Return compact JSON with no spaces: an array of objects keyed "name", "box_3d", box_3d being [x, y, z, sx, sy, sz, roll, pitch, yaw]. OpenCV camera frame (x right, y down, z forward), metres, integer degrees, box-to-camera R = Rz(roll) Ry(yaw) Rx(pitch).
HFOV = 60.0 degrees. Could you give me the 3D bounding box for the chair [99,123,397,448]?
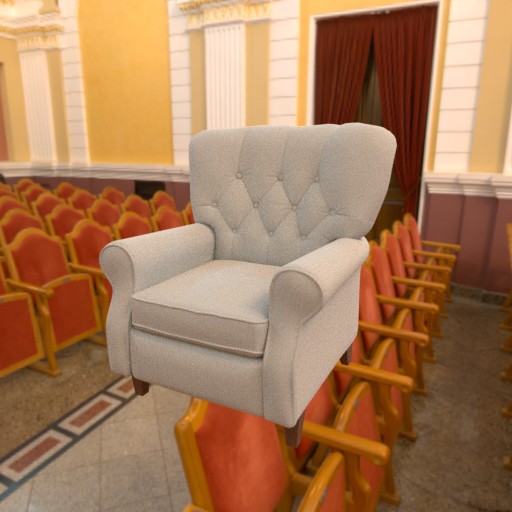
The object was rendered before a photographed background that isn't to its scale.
[{"name":"chair","box_3d":[0.000,0.000,2.093,1.090,1.217,1.128,7,16,27]}]
